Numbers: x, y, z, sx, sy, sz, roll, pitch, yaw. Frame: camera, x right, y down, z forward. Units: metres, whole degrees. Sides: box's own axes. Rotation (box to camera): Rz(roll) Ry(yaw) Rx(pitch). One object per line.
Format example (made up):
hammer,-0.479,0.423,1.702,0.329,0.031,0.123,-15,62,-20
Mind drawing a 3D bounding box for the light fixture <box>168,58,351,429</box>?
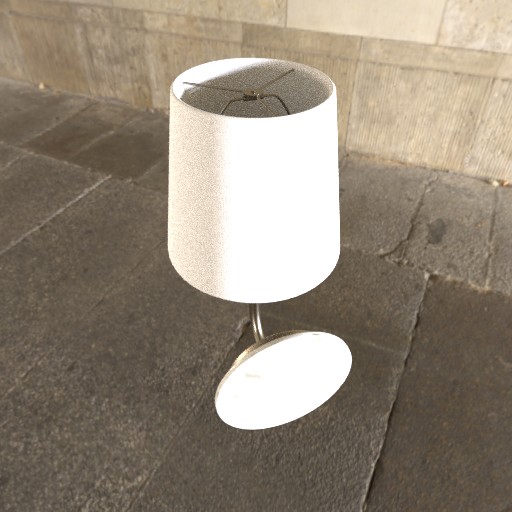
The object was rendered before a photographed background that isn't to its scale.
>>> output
light fixture,0.000,0.000,0.445,0.168,0.337,0.188,-13,42,-14
